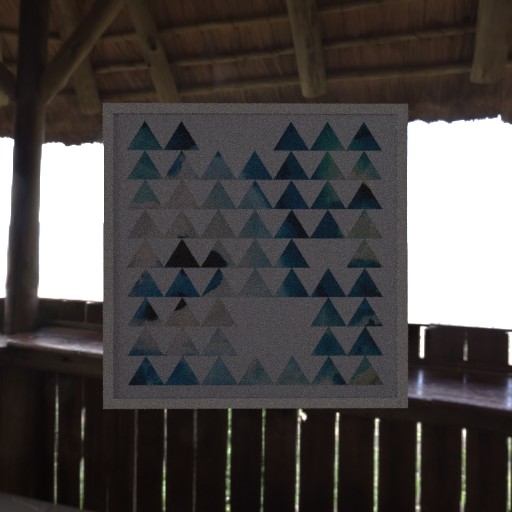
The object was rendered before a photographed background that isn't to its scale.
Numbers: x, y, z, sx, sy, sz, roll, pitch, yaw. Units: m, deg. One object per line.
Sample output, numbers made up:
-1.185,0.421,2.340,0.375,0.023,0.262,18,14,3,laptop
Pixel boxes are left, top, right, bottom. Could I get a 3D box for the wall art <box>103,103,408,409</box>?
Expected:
0.000,0.000,0.816,0.557,0.557,0.012,0,0,-1,wall art
